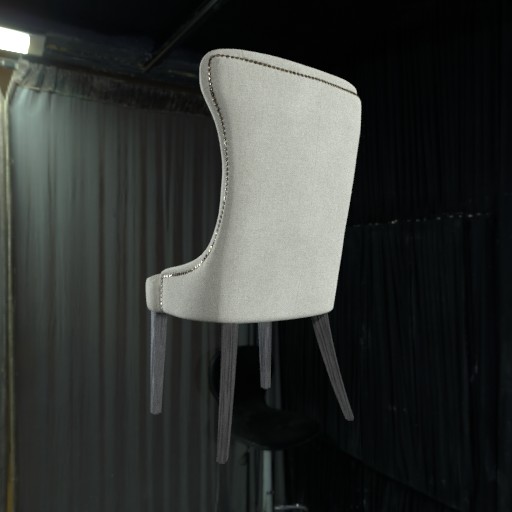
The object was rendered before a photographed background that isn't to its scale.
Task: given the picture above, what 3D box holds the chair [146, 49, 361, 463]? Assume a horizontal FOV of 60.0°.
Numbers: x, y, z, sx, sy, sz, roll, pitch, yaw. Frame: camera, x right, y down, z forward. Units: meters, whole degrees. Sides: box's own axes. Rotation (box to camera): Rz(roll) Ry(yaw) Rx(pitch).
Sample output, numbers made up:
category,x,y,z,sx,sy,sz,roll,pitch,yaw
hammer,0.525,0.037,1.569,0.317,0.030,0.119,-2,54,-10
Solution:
category,x,y,z,sx,sy,sz,roll,pitch,yaw
chair,0.000,0.000,1.439,0.584,1.065,0.590,0,0,-37
